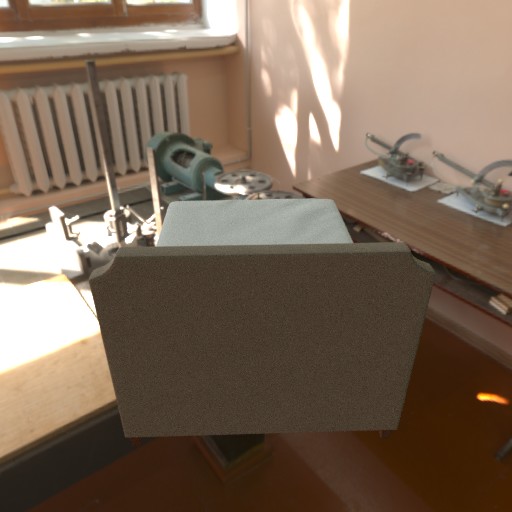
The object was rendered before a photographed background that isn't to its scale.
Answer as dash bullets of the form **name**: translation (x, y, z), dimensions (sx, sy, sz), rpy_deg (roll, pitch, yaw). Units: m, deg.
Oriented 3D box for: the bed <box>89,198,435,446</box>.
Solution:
- **bed**: translation (0.000, 0.000, 3.432), dimensions (1.703, 1.415, 2.329), rpy_deg (-1, 31, -2)
